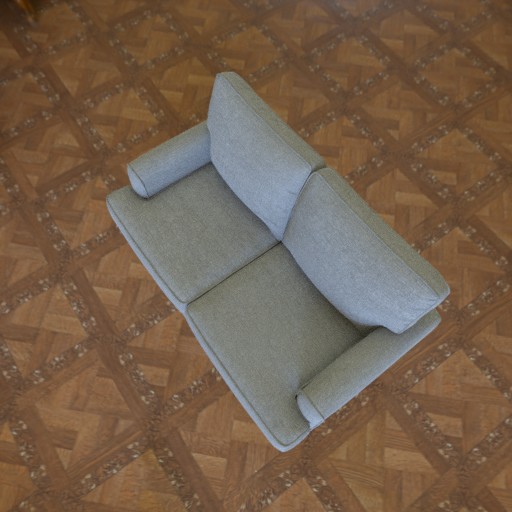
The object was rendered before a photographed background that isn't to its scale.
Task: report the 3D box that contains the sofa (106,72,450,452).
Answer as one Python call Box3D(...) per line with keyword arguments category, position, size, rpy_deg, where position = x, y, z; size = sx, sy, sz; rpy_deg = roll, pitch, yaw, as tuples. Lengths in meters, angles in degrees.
Box3D(category="sofa", position=(0.000, 0.000, 2.282), size=(0.965, 0.965, 1.651), rpy_deg=(-34, 69, -15))
